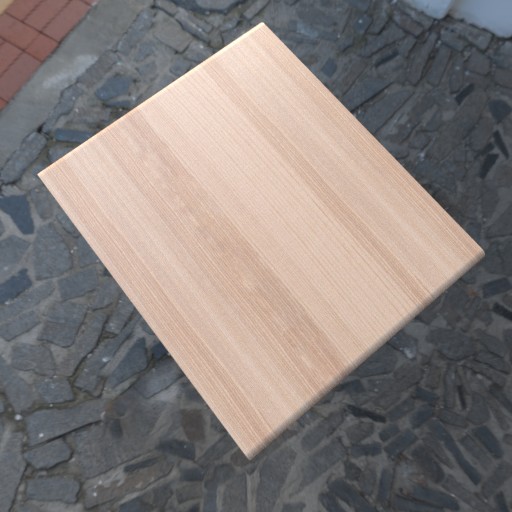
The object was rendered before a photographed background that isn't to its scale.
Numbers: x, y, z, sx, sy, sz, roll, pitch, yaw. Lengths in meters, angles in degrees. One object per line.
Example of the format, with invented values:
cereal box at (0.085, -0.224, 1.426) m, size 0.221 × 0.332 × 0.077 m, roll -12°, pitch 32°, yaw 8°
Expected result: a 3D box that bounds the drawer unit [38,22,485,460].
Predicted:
drawer unit at (0.000, 0.000, 0.599) m, size 0.290 × 0.344 × 0.344 m, roll -38°, pitch 79°, yaw -9°
